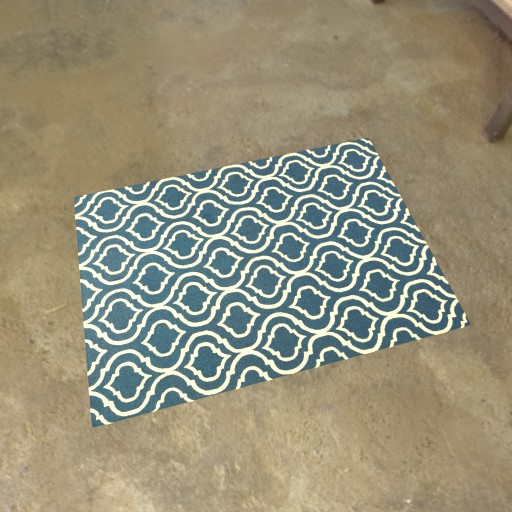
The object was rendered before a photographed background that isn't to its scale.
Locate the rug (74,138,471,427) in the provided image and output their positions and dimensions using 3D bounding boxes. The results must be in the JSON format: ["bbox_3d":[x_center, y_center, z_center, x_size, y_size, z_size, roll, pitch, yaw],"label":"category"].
[{"bbox_3d":[0.000,0.000,2.762,2.134,0.010,1.524,-13,60,-8],"label":"rug"}]
